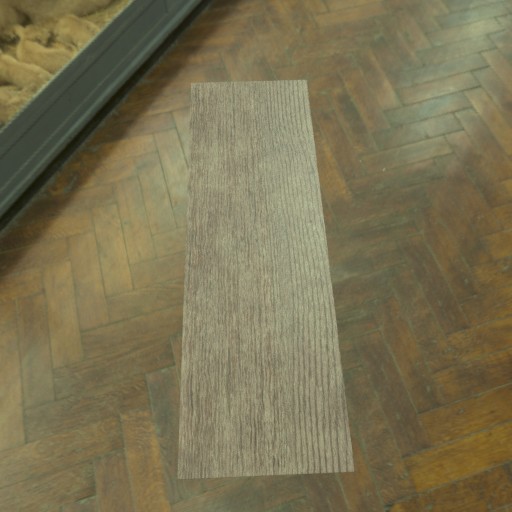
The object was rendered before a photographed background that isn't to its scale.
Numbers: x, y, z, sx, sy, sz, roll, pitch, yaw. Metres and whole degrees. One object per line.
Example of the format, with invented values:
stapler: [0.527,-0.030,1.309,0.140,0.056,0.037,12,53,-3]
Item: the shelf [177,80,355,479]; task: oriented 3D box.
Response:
shelf: [0.000,0.000,0.687,0.200,0.125,0.610,-2,64,-1]
